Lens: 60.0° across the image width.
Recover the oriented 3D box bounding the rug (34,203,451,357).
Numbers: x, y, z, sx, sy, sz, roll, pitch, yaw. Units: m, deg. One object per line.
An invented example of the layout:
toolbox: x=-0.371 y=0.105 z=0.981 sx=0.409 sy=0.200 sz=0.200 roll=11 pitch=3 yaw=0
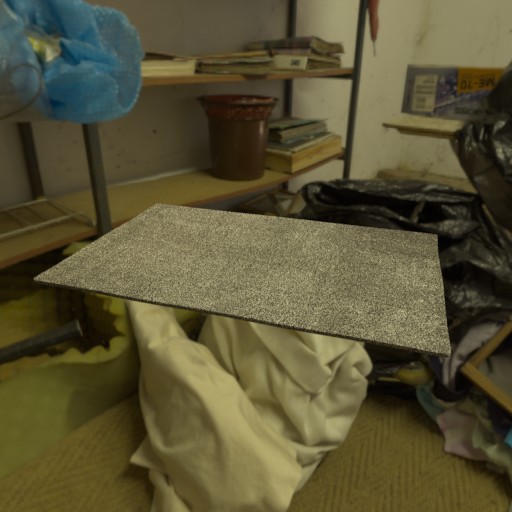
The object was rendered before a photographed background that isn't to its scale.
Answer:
rug: x=0.000 y=0.000 z=2.984 sx=2.352 sy=0.025 sz=1.501 roll=8 pitch=26 yaw=16
